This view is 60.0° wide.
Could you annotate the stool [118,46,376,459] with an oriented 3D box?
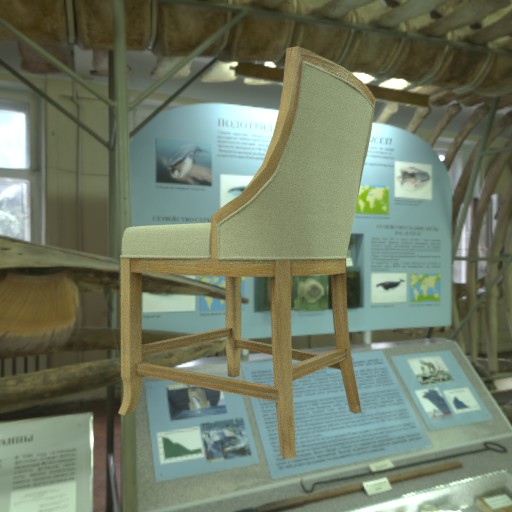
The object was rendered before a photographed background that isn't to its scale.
[{"bbox_3d":[0.000,0.000,1.323,0.626,0.938,0.524,0,1,38],"label":"stool"}]
